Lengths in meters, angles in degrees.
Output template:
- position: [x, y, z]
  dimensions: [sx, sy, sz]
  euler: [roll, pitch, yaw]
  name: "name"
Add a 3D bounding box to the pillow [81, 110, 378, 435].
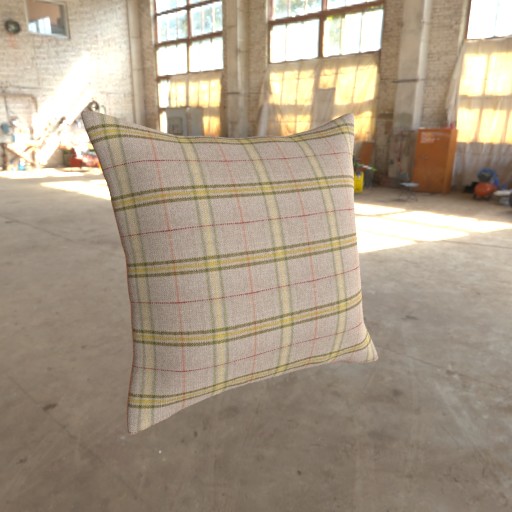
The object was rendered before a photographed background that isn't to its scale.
- position: [0.000, 0.000, 0.688]
  dimensions: [0.453, 0.430, 0.200]
  euler: [-9, 19, -27]
  name: "pillow"
